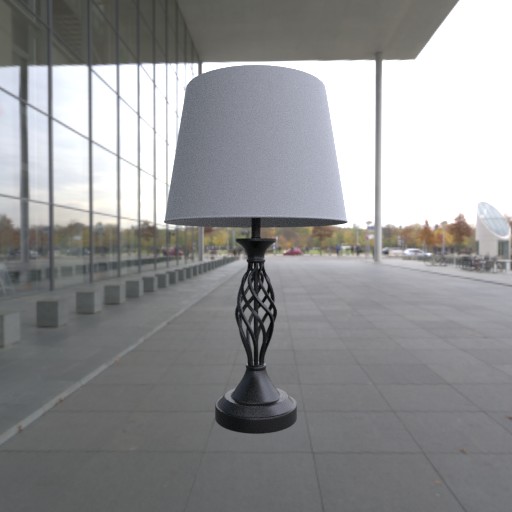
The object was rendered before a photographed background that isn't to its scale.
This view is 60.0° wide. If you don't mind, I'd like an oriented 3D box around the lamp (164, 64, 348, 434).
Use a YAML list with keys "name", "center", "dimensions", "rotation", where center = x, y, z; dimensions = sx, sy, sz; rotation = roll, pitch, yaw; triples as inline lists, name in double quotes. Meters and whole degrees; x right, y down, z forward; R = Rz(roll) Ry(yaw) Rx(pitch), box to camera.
- name: "lamp"
  center: [0.000, 0.000, 0.813]
  dimensions: [0.331, 0.594, 0.331]
  rotation: [0, 1, 0]
